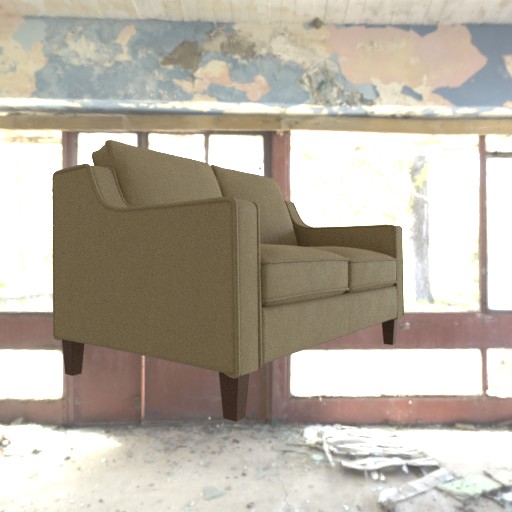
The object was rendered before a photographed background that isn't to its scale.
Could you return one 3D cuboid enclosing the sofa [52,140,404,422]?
[{"bbox_3d":[0.000,0.000,2.129,0.987,0.971,1.501,0,0,36],"label":"sofa"}]
